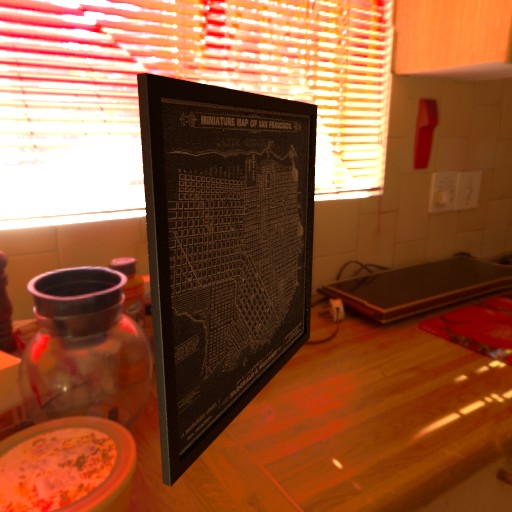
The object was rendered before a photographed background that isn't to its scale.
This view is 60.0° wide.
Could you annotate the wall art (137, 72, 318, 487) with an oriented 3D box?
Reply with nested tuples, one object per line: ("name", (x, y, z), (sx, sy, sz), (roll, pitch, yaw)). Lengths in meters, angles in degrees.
("wall art", (0.000, 0.000, 0.665), (0.012, 0.458, 0.457), (8, 17, 27))
